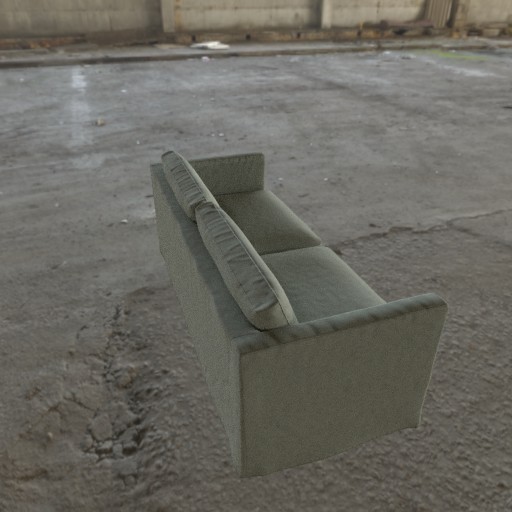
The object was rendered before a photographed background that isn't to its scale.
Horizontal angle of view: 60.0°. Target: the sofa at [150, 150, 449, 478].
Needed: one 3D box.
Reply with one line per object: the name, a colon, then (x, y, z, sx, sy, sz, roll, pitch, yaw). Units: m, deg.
sofa: (0.000, 0.000, 2.766, 0.962, 0.853, 2.312, -10, 32, -17)
